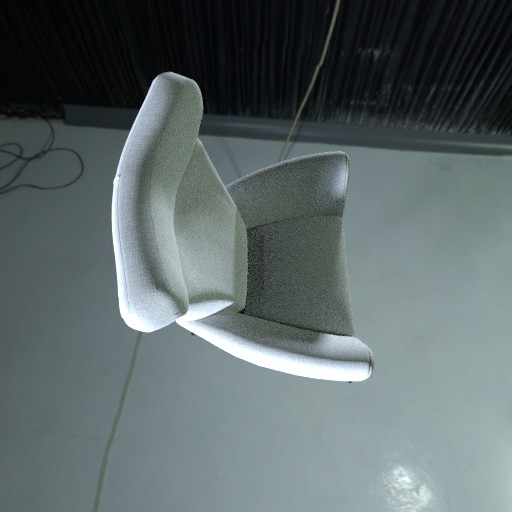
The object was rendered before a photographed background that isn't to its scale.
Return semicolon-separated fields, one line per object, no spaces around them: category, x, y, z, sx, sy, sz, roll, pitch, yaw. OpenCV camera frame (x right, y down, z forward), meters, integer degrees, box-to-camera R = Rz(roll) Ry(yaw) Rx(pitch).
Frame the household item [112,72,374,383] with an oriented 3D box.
household item;0.000;0.000;1.774;0.900;1.050;0.980;0;63;0
